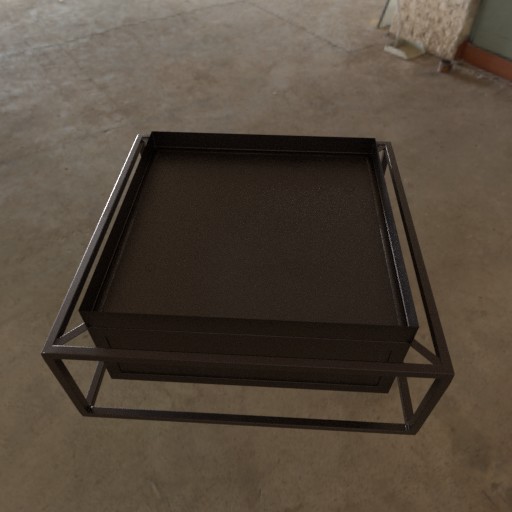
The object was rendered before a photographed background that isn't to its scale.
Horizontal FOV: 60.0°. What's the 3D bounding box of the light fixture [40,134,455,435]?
[{"bbox_3d":[0.000,0.000,0.668,0.441,0.191,0.441,2,47,2],"label":"light fixture"}]
